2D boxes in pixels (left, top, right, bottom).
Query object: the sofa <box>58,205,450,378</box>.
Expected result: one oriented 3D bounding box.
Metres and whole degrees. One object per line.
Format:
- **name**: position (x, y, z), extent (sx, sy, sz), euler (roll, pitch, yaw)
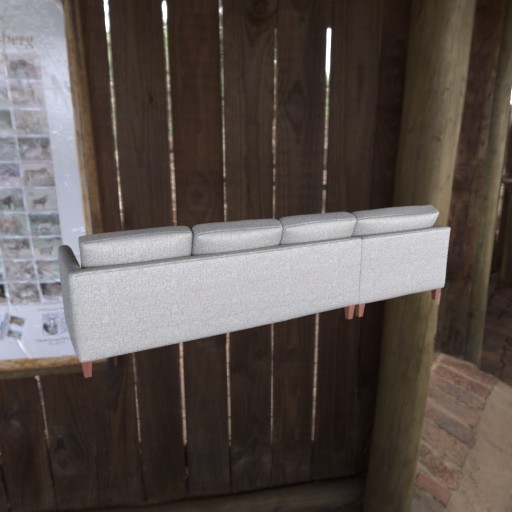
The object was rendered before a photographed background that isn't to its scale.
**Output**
- **sofa**: position (0.000, 0.000, 3.927), extent (3.201, 0.876, 1.502), euler (-7, 16, -26)
